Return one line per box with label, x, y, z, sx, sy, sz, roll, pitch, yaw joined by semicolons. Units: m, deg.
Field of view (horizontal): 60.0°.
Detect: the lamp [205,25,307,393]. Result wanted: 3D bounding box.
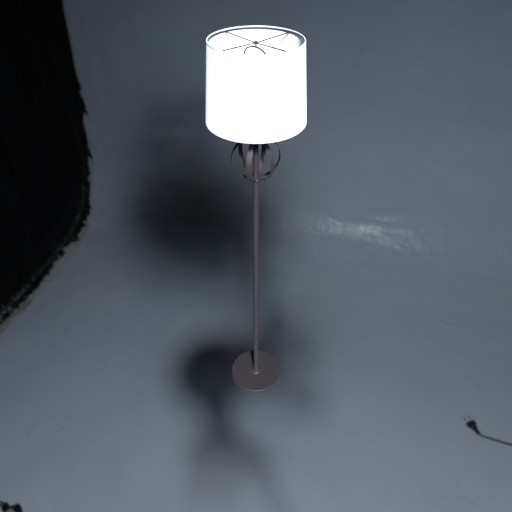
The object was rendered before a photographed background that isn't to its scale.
lamp;0.000;0.000;1.604;0.286;1.462;0.286;11;43;13
